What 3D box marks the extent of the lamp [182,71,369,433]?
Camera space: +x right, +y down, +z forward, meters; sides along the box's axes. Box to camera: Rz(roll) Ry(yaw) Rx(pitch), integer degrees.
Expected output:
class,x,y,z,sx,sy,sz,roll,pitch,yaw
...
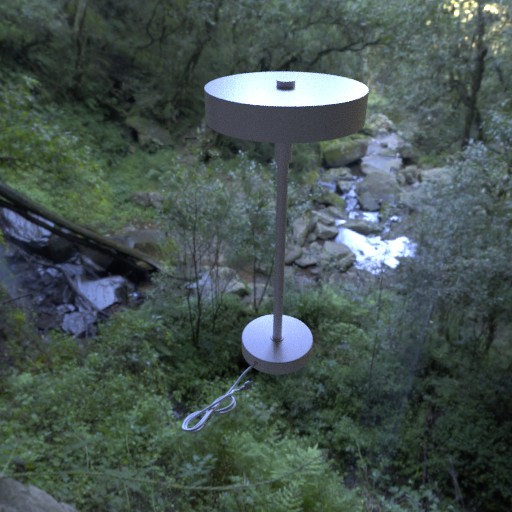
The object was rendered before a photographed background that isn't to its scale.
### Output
class,x,y,z,sx,sy,sz,roll,pitch,yaw
lamp,0.000,0.000,0.704,0.229,0.508,0.369,21,38,30
